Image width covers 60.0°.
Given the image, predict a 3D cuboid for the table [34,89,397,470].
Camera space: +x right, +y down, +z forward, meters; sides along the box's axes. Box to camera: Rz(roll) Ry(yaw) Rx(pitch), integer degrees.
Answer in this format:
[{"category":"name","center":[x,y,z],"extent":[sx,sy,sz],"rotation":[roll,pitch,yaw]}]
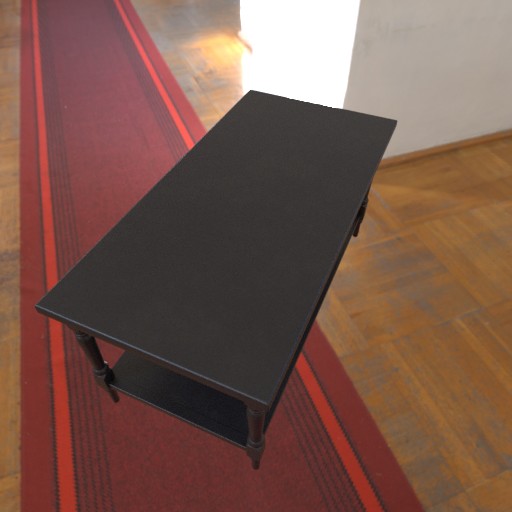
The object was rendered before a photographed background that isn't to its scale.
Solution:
[{"category":"table","center":[0.000,0.000,1.406],"extent":[0.550,0.510,1.107],"rotation":[18,49,17]}]
